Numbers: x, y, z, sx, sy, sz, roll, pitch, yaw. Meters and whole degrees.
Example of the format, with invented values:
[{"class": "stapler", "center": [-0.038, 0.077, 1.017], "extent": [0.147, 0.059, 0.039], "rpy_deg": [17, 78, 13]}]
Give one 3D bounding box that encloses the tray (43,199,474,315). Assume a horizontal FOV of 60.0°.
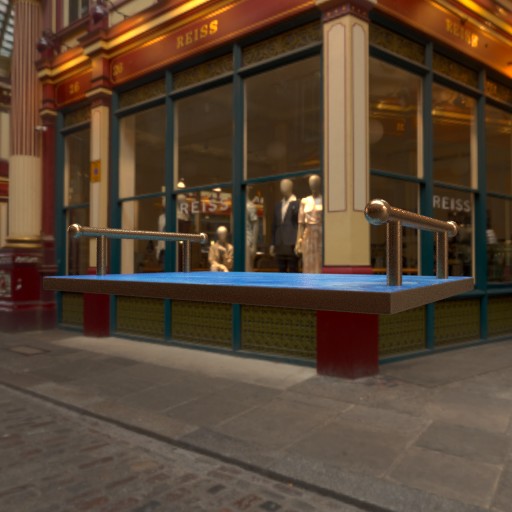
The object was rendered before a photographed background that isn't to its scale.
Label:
[{"class": "tray", "center": [0.000, 0.000, 0.553], "extent": [0.444, 0.084, 0.304], "rpy_deg": [0, -1, 36]}]
